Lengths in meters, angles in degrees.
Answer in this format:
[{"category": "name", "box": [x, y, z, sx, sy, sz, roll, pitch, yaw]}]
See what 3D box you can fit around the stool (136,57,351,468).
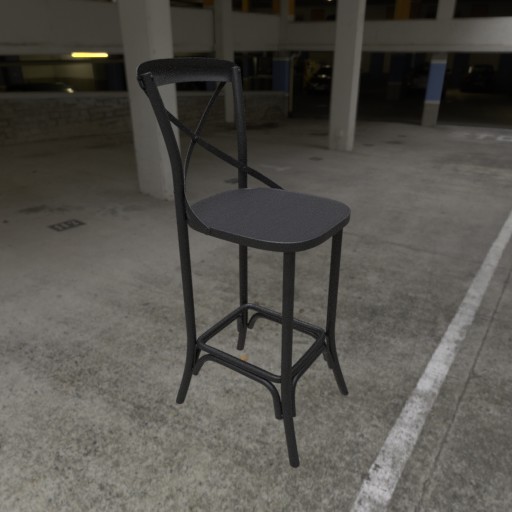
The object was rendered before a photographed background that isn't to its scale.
[{"category": "stool", "box": [0.000, 0.000, 1.441, 0.584, 1.168, 0.457, 16, 30, 30]}]
